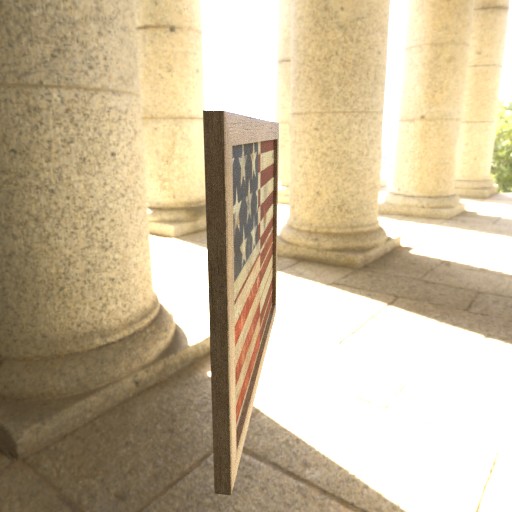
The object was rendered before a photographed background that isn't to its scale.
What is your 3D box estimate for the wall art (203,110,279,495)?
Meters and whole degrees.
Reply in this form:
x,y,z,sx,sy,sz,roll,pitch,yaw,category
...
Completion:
x,y,z,sx,sy,sz,roll,pitch,yaw,category
0.000,0.000,0.906,0.026,0.535,0.690,2,16,8,wall art
